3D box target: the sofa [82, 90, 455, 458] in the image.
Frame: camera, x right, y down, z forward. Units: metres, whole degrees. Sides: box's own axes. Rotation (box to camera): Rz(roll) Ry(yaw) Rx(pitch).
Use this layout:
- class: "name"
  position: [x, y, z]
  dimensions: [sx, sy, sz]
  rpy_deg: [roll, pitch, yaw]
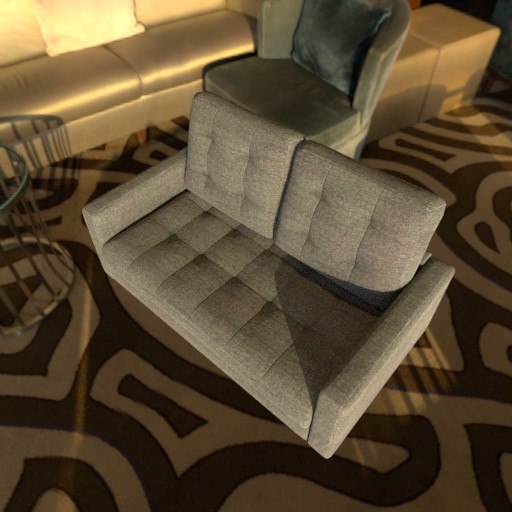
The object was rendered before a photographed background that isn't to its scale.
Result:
- class: "sofa"
  position: [0.000, 0.000, 1.928]
  dimensions: [1.407, 0.907, 0.842]
  rpy_deg: [33, 55, 27]
